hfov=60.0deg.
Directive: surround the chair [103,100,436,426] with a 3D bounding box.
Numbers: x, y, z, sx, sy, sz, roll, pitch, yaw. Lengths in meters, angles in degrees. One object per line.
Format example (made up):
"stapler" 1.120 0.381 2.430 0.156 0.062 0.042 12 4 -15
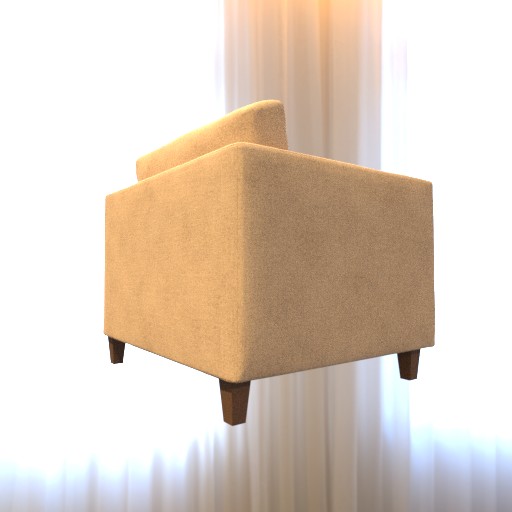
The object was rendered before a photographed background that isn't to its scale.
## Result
"chair" 0.000 0.000 1.865 0.959 0.961 1.133 1 -2 -37
